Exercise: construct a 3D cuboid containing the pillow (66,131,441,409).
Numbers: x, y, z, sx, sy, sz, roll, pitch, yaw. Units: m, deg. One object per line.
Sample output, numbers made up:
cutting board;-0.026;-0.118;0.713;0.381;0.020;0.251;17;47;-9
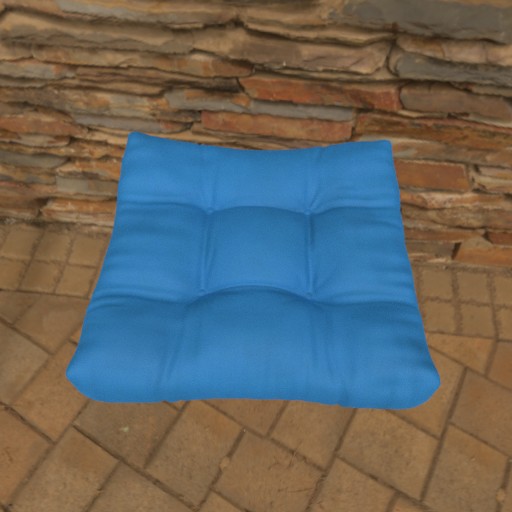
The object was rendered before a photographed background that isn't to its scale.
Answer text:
pillow;0.000;0.000;0.716;0.490;0.128;0.468;1;58;1
